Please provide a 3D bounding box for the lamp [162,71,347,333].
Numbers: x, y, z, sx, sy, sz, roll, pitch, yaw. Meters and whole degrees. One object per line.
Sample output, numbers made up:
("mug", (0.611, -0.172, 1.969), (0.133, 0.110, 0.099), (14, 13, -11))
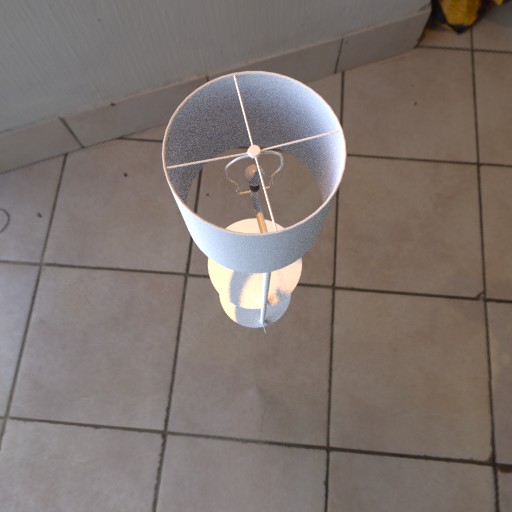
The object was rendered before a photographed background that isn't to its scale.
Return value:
("lamp", (0.000, 0.000, 1.594), (0.372, 1.465, 0.405), (-13, 74, -4))
